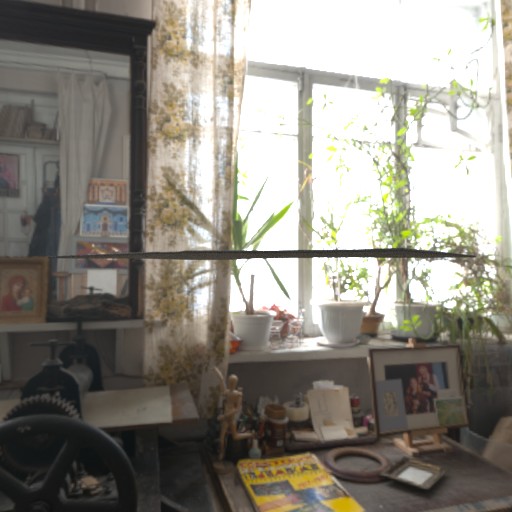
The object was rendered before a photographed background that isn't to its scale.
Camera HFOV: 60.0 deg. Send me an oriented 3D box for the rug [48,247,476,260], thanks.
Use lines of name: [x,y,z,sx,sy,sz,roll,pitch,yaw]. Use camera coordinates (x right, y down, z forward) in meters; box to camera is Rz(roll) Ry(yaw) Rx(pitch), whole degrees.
rug: [0.000,0.000,2.251,1.853,0.022,1.174,-1,-2,35]
